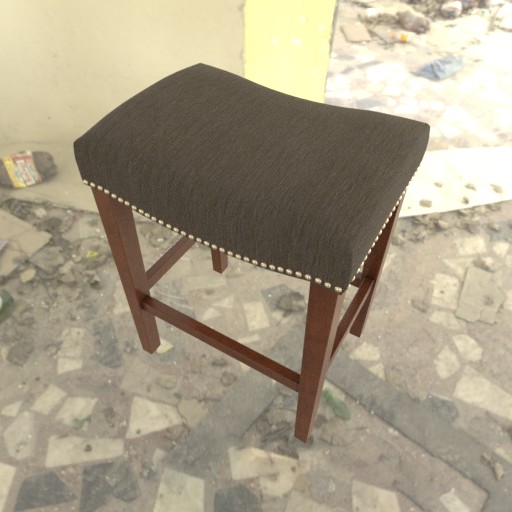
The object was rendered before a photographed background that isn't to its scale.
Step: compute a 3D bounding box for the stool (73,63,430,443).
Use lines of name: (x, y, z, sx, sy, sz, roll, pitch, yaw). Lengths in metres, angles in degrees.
stool: (0.000, 0.000, 0.960, 0.504, 0.654, 0.372, 23, 51, 21)
